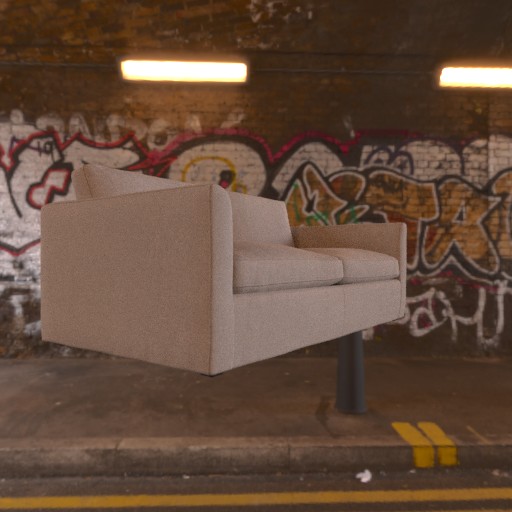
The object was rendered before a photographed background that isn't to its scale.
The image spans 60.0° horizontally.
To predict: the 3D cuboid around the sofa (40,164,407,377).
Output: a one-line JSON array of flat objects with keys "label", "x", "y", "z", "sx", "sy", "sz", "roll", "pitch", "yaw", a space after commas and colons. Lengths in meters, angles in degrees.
[{"label": "sofa", "x": 0.000, "y": 0.000, "z": 2.475, "sx": 1.091, "sy": 0.839, "sz": 1.905, "roll": -1, "pitch": -1, "yaw": 37}]
